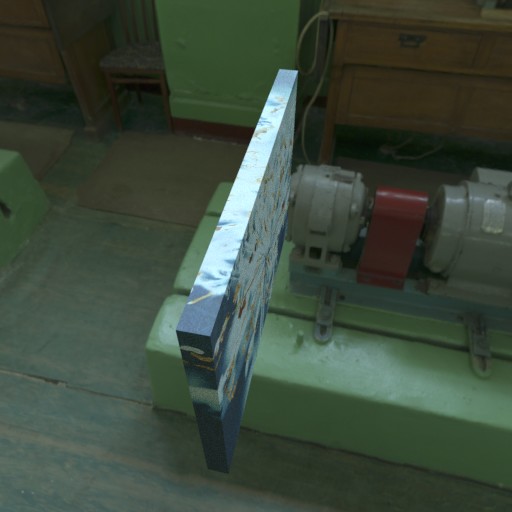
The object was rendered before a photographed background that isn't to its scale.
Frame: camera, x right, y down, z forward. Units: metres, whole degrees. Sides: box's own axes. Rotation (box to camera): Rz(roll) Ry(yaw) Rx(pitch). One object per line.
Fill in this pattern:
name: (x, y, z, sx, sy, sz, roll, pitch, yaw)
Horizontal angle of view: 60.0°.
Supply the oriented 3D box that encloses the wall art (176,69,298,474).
wall art: (0.000, 0.000, 0.788, 0.036, 0.405, 0.607, 9, 47, 8)
